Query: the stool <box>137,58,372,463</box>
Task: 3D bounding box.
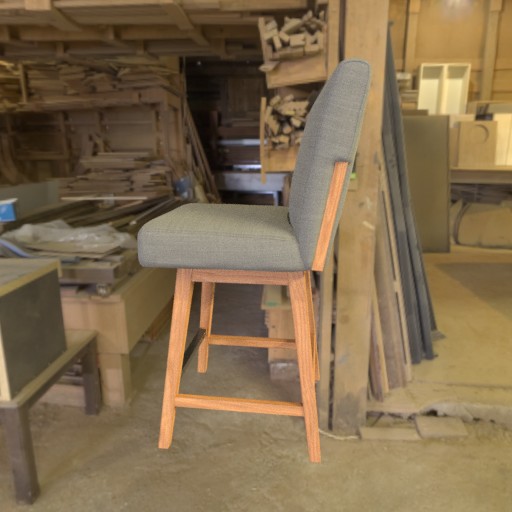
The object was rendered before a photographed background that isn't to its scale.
[{"bbox_3d":[0.000,0.000,1.308,0.570,1.019,0.459,2,15,7],"label":"stool"}]
